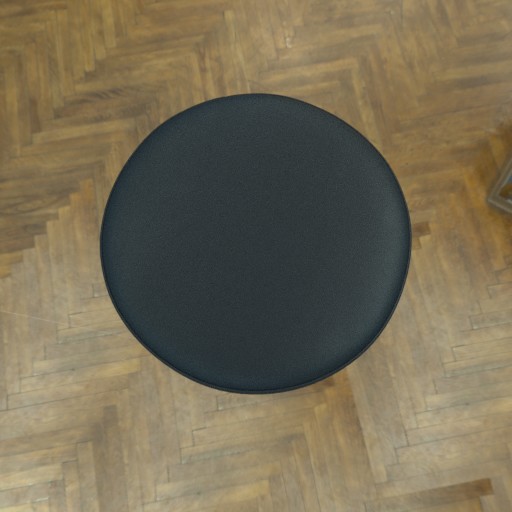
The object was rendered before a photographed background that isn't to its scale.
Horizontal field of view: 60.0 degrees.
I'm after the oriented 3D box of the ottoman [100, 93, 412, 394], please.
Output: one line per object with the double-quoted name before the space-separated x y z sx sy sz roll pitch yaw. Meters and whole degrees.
"ottoman" 0.000 0.000 0.870 0.501 0.409 0.501 0 76 0
